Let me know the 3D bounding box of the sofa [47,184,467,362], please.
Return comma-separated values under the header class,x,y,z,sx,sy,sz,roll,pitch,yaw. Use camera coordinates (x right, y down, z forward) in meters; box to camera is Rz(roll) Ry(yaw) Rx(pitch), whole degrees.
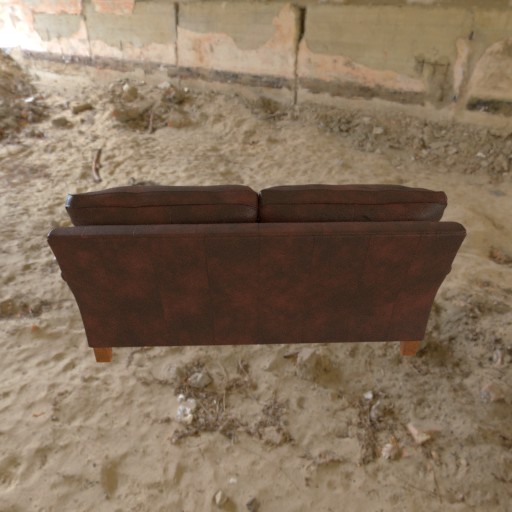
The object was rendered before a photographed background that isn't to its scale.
class,x,y,z,sx,sy,sz,roll,pitch,yaw
sofa,0.000,0.000,2.831,2.144,1.071,1.147,-1,30,-2
